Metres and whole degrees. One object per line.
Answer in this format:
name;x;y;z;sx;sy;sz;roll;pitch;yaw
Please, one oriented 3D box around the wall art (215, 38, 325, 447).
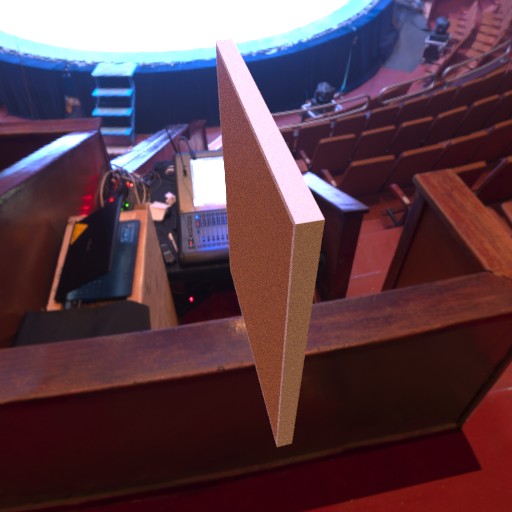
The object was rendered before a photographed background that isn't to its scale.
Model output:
wall art;0.000;0.000;0.756;0.030;0.549;0.443;-10;47;-9
